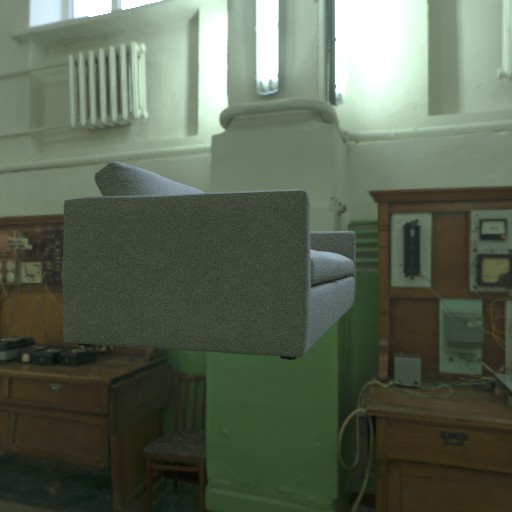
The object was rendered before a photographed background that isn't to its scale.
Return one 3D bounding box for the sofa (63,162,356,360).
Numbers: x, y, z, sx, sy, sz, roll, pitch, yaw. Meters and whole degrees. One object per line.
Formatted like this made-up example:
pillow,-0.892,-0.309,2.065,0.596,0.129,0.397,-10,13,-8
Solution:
sofa,0.000,0.000,2.831,1.090,0.838,2.588,0,-1,17
